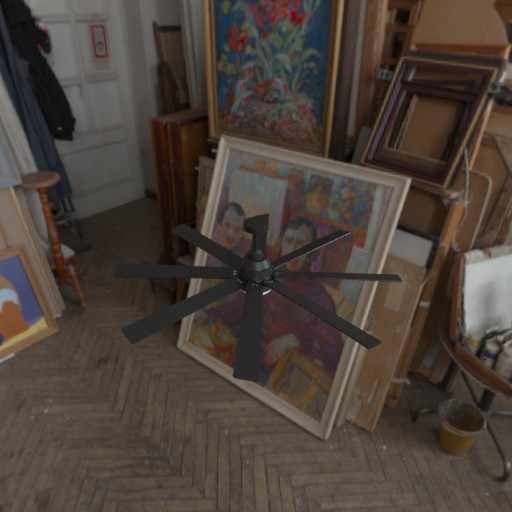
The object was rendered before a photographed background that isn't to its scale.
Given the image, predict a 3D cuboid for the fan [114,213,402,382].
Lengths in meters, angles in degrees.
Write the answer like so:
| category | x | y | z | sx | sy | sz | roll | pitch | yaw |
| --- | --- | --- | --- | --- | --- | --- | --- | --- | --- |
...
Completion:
| category | x | y | z | sx | sy | sz | roll | pitch | yaw |
| --- | --- | --- | --- | --- | --- | --- | --- | --- | --- |
| fan | 0.000 | 0.000 | 2.786 | 1.830 | 0.472 | 1.830 | 2 | 30 | 3 |
